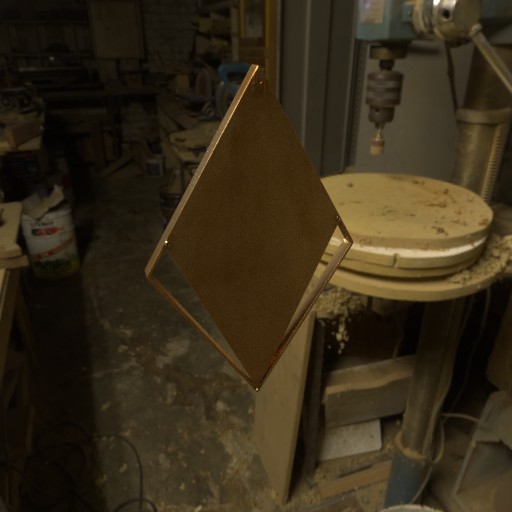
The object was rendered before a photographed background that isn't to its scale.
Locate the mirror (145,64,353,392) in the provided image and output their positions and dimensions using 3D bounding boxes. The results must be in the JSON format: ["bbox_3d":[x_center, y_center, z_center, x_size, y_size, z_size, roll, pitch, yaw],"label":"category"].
[{"bbox_3d":[0.000,0.000,0.856,0.419,0.679,0.032,-10,29,-18],"label":"mirror"}]
